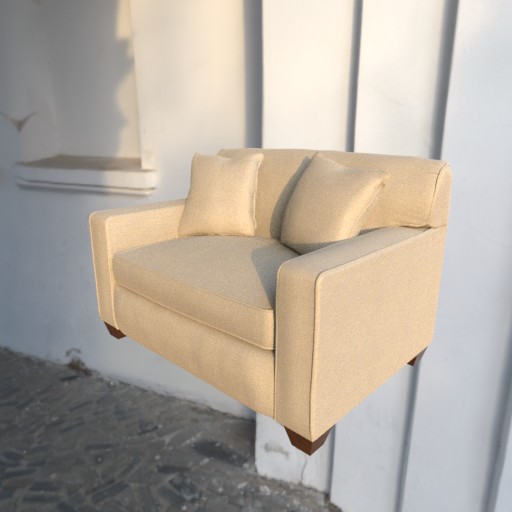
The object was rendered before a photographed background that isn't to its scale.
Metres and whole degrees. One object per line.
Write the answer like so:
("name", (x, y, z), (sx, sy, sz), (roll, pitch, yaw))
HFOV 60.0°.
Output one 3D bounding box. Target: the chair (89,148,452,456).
("chair", (0.000, 0.000, 2.067), (1.383, 0.948, 1.000), (15, 22, 41))
